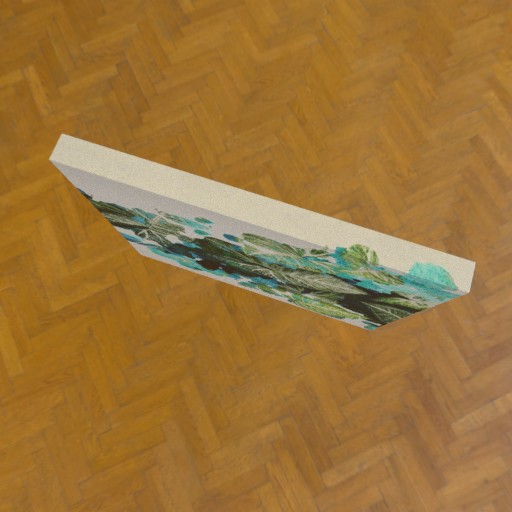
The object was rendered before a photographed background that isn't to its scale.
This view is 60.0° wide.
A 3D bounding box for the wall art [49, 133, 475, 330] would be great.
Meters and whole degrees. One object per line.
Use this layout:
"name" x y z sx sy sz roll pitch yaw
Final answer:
"wall art" 0.000 0.000 0.722 0.507 0.435 0.041 18 76 5
